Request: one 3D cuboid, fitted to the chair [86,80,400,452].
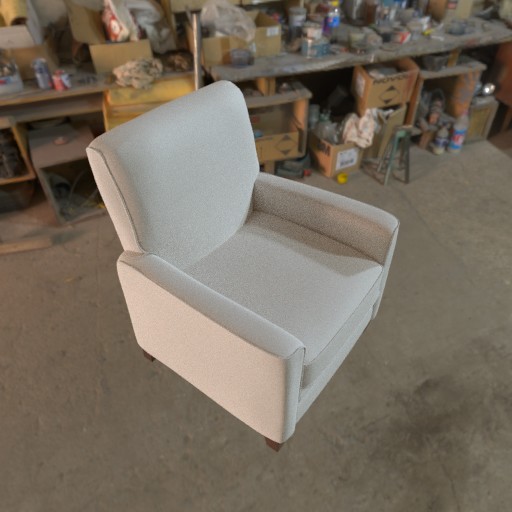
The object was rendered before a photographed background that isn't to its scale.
[{"bbox_3d":[0.000,0.000,1.696,0.858,1.028,0.841,26,48,26],"label":"chair"}]
